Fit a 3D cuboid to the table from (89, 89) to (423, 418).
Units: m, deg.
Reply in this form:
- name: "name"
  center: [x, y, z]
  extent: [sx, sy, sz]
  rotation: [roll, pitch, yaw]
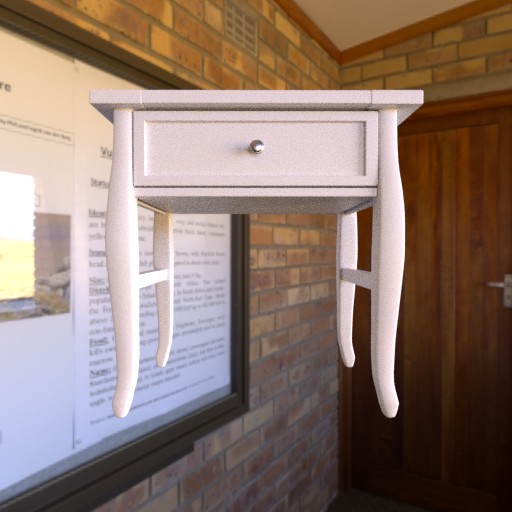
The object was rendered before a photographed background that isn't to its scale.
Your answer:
- name: "table"
  center: [0.000, 0.000, 1.027]
  extent: [0.599, 0.605, 0.463]
  rotation: [0, 1, 0]
